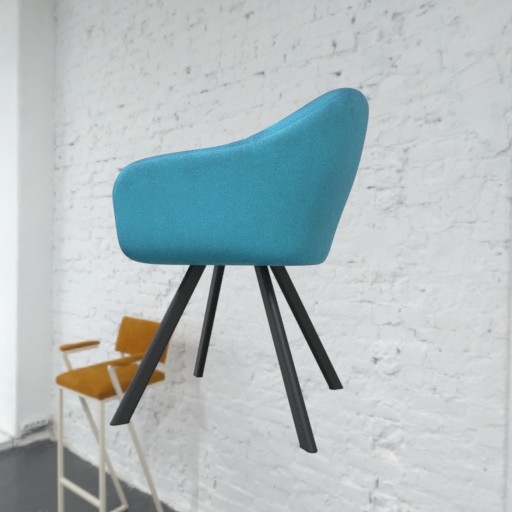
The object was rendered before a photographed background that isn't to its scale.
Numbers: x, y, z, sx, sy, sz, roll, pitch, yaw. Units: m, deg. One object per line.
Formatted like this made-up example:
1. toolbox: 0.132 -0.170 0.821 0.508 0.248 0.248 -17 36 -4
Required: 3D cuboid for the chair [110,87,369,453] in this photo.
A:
1. chair: 0.000 0.000 1.155 0.570 0.780 0.540 0 0 18
